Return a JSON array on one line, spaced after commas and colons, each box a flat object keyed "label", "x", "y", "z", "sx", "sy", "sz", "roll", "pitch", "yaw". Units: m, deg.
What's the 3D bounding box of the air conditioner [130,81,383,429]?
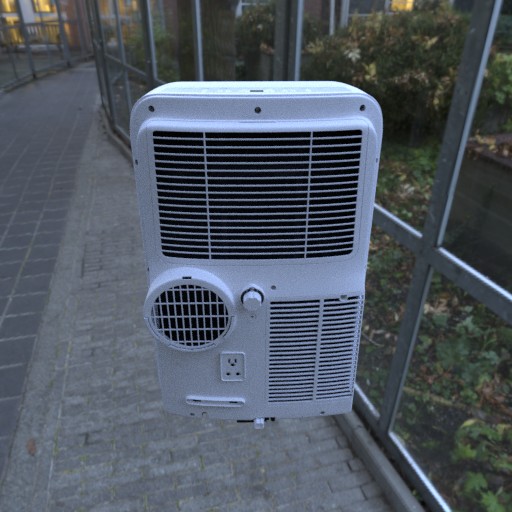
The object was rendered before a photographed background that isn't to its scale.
[{"label": "air conditioner", "x": 0.000, "y": 0.000, "z": 0.949, "sx": 0.454, "sy": 0.700, "sz": 0.365, "roll": -1, "pitch": 30, "yaw": -1}]
